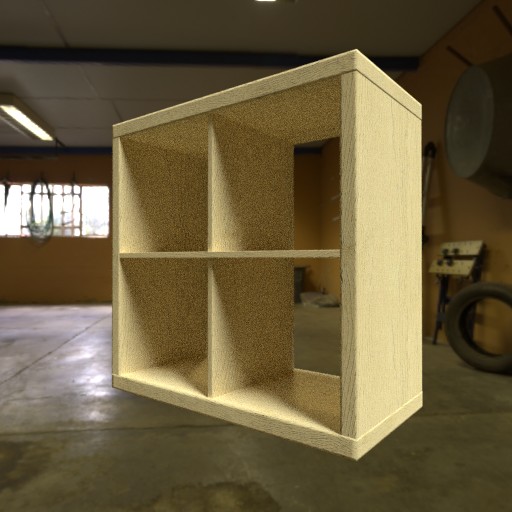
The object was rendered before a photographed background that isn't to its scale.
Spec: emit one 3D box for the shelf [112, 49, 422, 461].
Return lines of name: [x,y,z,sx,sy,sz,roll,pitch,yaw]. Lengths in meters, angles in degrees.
shelf: [0.000,0.000,1.241,0.790,0.786,0.390,0,-1,38]
